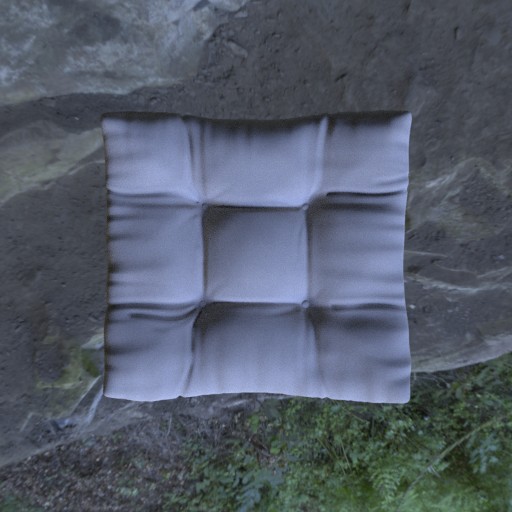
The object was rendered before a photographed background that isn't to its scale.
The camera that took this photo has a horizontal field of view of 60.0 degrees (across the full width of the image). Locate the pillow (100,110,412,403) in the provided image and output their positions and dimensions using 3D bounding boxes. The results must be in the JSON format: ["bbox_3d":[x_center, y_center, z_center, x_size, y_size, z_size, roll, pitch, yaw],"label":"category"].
[{"bbox_3d":[0.000,0.000,0.725,0.490,0.128,0.468,0,89,1],"label":"pillow"}]
